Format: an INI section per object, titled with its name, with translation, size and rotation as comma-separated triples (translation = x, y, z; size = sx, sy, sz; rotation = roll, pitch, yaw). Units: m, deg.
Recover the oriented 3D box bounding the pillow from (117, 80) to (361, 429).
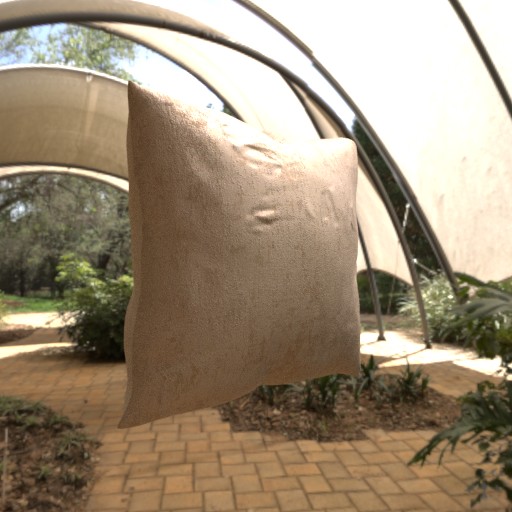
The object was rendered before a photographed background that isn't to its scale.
[pillow]
translation = 0.000, 0.000, 0.709
size = 0.450, 0.448, 0.245
rotation = 1, -2, -36
